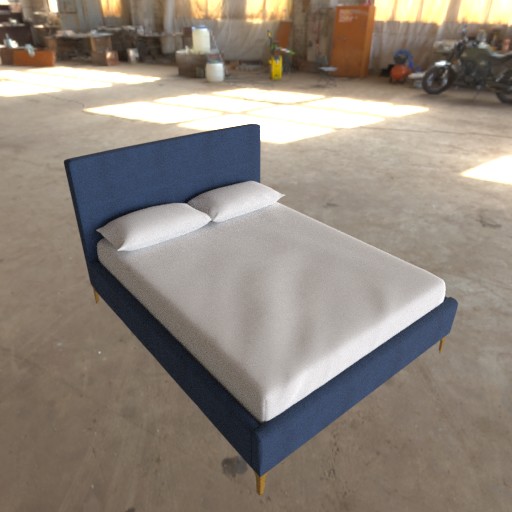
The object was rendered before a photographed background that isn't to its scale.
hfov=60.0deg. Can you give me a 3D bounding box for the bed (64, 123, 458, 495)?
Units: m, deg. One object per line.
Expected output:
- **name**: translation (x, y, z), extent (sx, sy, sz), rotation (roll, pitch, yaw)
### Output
- **bed**: translation (0.000, 0.000, 3.107), extent (1.723, 1.231, 2.172), rotation (-22, 37, -33)
